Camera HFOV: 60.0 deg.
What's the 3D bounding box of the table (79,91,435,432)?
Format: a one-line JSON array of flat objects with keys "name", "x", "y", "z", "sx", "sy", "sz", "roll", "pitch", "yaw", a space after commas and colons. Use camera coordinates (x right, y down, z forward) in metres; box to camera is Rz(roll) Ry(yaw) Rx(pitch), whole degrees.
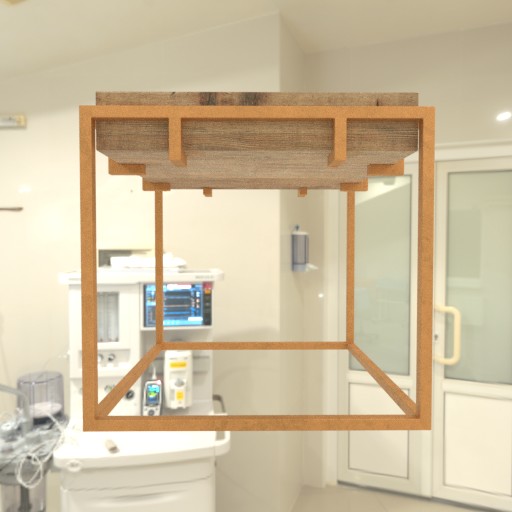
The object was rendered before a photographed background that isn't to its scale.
[{"name": "table", "x": 0.000, "y": 0.000, "z": 1.052, "sx": 0.599, "sy": 0.584, "sz": 0.599, "roll": 0, "pitch": 2, "yaw": -1}]
